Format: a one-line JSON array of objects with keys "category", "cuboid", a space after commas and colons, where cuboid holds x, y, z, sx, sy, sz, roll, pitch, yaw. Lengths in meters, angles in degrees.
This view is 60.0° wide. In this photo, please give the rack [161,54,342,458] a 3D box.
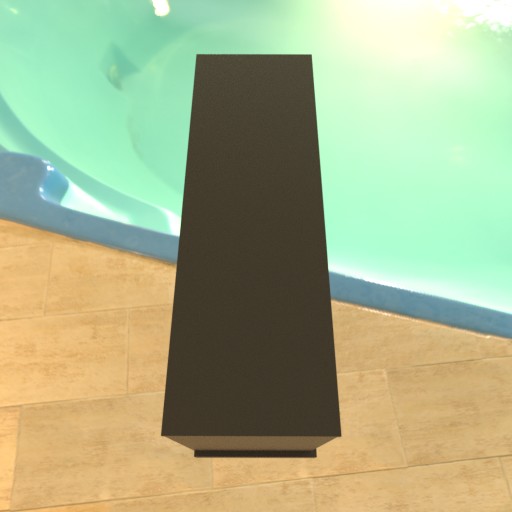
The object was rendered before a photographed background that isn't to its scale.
[{"category": "rack", "cuboid": [0.000, 0.000, 1.485, 0.399, 0.635, 1.206, 0, 63, 0]}]
